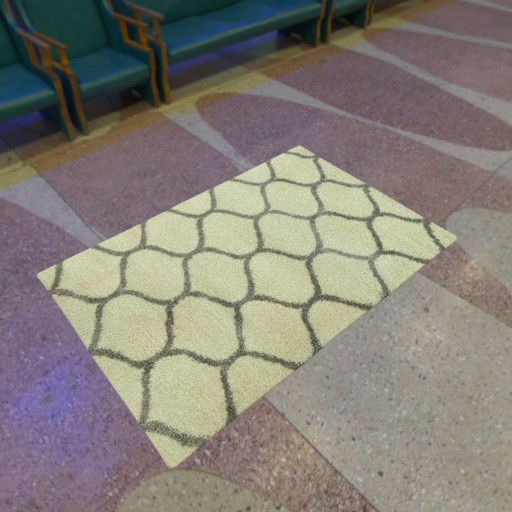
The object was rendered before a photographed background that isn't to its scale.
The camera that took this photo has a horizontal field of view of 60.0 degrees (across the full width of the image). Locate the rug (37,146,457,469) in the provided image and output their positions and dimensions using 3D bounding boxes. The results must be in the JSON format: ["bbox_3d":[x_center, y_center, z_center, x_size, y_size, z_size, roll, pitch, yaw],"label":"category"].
[{"bbox_3d":[0.000,0.000,3.385,2.701,0.026,1.801,-31,53,-27],"label":"rug"}]
